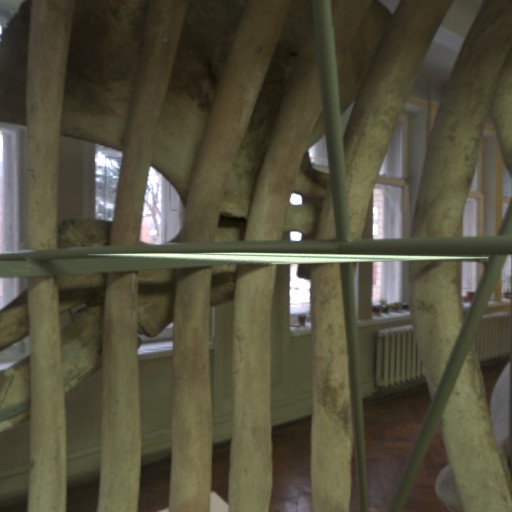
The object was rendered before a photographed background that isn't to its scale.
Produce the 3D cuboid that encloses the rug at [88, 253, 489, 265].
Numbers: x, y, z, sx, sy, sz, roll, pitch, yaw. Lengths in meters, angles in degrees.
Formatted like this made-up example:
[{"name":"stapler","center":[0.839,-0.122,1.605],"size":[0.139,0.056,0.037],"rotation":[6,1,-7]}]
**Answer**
[{"name":"rug","center":[0.000,0.000,2.359],"size":[1.234,0.006,1.854],"rotation":[-1,1,-36]}]
